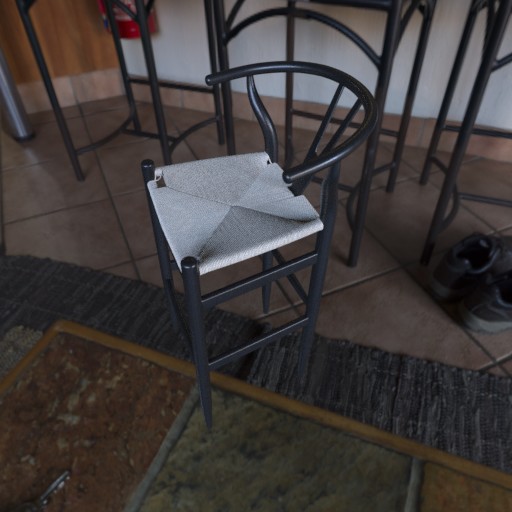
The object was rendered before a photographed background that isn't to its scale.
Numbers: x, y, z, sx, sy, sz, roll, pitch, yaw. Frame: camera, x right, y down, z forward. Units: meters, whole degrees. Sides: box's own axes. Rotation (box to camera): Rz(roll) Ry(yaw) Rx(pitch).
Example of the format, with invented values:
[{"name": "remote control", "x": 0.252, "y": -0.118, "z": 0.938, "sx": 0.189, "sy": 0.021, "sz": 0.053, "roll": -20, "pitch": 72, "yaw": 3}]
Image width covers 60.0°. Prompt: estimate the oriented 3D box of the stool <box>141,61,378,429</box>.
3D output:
[{"name": "stool", "x": 0.000, "y": 0.000, "z": 1.444, "sx": 0.579, "sy": 1.072, "sz": 0.569, "roll": -16, "pitch": 46, "yaw": -16}]
